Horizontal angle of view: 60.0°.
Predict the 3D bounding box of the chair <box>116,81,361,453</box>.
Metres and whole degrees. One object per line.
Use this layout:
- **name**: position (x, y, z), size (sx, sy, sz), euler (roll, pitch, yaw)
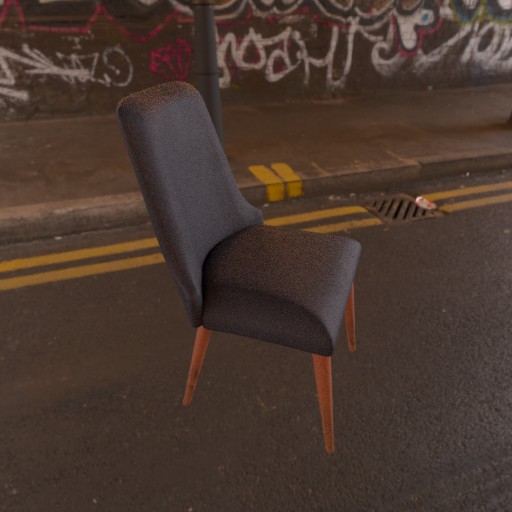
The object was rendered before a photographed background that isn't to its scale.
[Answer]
- **chair**: position (0.000, 0.000, 1.183), size (0.567, 0.820, 0.504), euler (10, 32, 16)
